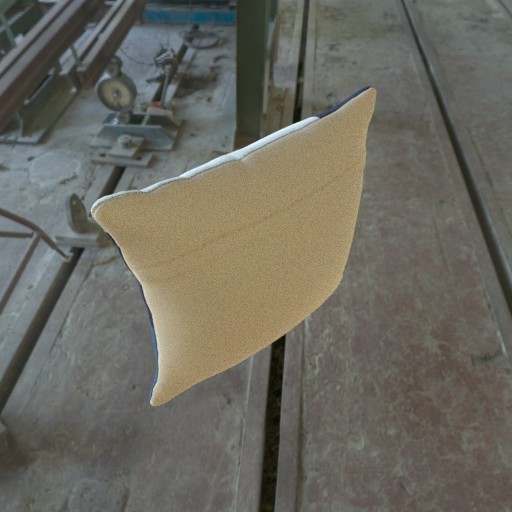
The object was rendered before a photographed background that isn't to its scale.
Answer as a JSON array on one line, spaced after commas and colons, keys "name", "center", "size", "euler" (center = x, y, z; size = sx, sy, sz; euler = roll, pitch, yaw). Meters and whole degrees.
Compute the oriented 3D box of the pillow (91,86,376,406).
[{"name": "pillow", "center": [0.000, 0.000, 0.807], "size": [0.536, 0.506, 0.229], "euler": [-31, 54, -26]}]
